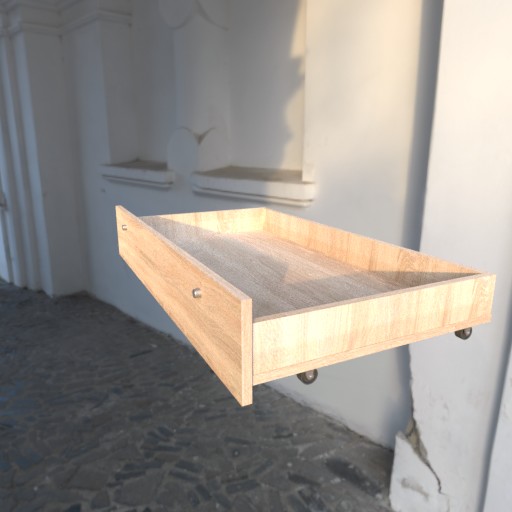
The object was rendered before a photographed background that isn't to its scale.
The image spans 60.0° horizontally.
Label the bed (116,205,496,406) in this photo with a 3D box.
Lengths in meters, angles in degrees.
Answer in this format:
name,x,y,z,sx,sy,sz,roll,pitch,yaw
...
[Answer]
name,x,y,z,sx,sy,sz,roll,pitch,yaw
bed,0.000,0.000,1.426,0.685,0.209,1.200,-7,17,-26
